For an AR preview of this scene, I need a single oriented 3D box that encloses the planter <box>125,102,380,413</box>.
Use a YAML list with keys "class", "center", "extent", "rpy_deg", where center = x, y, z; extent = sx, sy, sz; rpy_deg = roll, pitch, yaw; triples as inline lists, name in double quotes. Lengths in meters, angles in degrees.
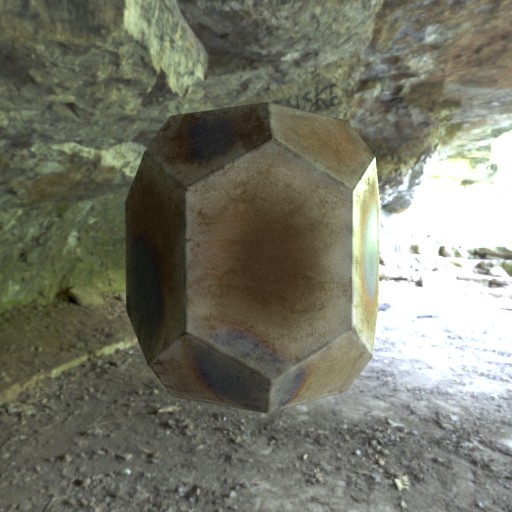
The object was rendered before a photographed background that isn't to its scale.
- class: "planter"
  center: [0.000, 0.000, 0.423]
  extent: [0.221, 0.238, 0.243]
  rpy_deg: [-1, 2, -36]
